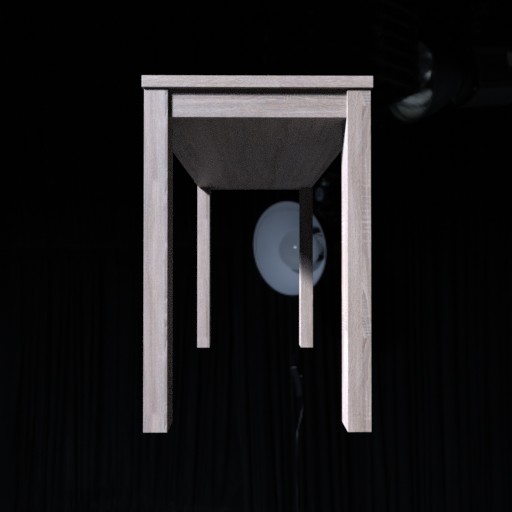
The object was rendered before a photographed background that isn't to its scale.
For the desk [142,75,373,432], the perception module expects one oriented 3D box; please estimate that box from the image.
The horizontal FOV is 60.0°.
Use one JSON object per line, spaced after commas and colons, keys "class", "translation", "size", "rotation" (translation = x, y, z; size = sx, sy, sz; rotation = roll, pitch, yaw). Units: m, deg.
{"class": "desk", "translation": [0.000, 0.000, 1.440], "size": [0.495, 0.762, 0.991], "rotation": [0, -1, 0]}
